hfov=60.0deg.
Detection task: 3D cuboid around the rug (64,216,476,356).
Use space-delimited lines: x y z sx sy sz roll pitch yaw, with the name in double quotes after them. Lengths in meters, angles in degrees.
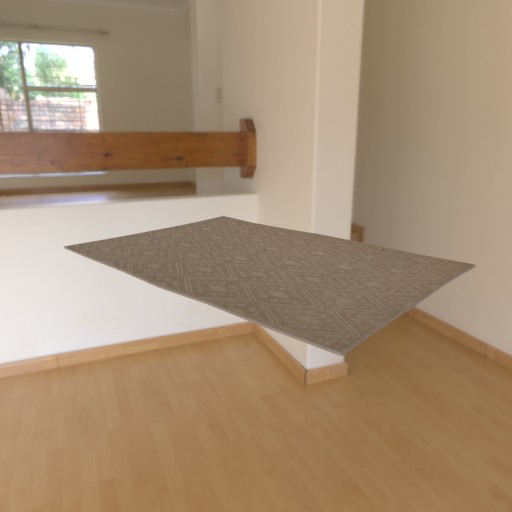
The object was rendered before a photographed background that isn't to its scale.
0.000 0.000 2.356 1.829 0.034 1.252 14 21 41 "rug"
